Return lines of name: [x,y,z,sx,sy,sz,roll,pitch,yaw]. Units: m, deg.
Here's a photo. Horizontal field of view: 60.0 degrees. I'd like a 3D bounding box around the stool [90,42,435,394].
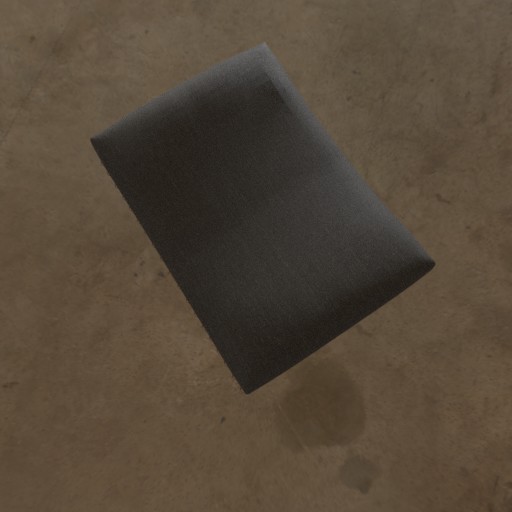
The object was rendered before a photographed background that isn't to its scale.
stool: [0.000,0.000,1.026,0.366,0.748,0.502,-32,78,-8]
